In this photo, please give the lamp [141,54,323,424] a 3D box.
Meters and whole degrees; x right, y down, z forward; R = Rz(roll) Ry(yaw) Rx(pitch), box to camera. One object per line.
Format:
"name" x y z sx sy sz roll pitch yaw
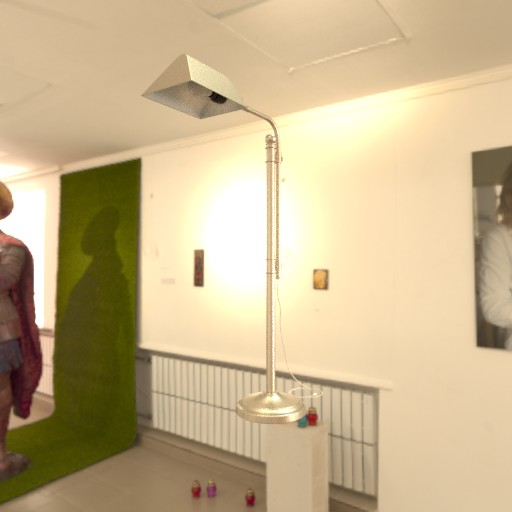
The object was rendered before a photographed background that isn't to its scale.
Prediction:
"lamp" 0.000 0.000 0.968 0.159 0.708 0.546 -1 -1 35
